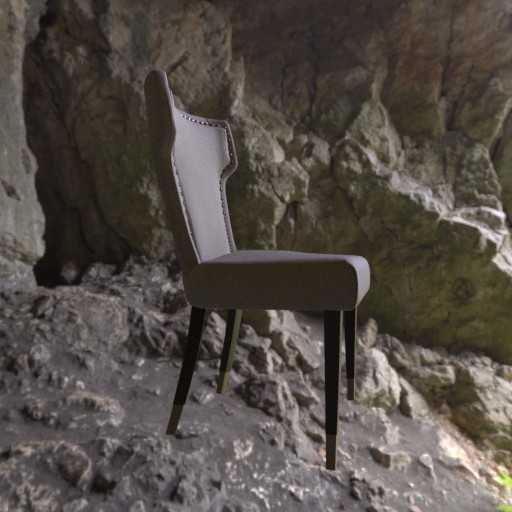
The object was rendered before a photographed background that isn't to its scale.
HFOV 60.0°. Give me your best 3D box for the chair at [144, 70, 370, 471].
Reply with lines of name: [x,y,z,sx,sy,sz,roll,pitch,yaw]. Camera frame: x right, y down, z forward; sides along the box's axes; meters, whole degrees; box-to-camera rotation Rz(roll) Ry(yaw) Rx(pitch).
chair: [0.000,0.000,1.306,0.630,0.955,0.526,0,0,17]
